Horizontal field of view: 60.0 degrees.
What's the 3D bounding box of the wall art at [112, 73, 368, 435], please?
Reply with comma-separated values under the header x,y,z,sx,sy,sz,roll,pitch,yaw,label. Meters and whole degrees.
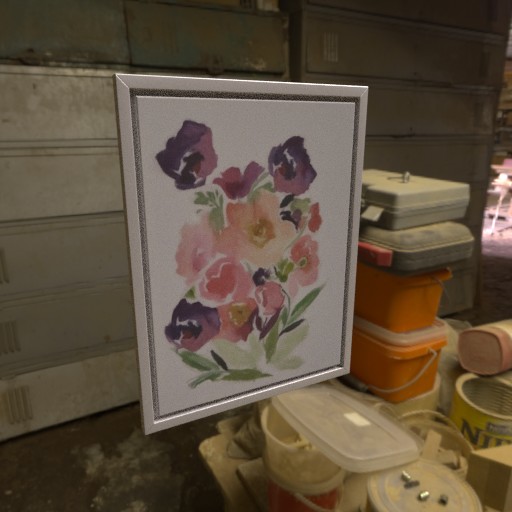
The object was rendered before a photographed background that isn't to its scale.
x,y,z,sx,sy,sz,roll,pitch,yaw,label
0.000,0.000,1.436,0.805,1.056,0.042,-8,18,-26,wall art
